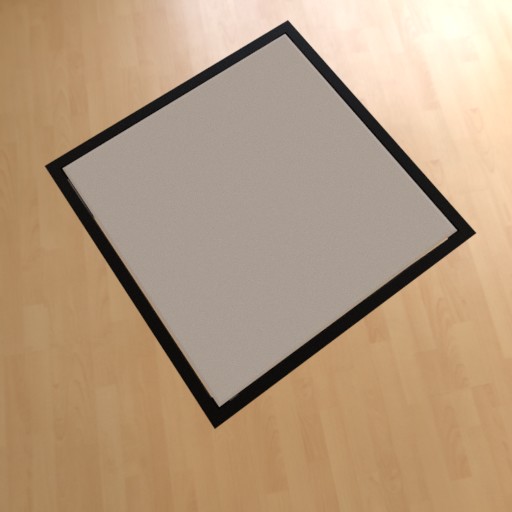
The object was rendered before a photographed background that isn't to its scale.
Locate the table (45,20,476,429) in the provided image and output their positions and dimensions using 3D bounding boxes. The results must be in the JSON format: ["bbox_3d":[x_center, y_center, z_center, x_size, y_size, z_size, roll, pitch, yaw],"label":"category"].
[{"bbox_3d":[0.000,0.000,0.801,0.378,0.540,0.378,-35,78,-9],"label":"table"}]
